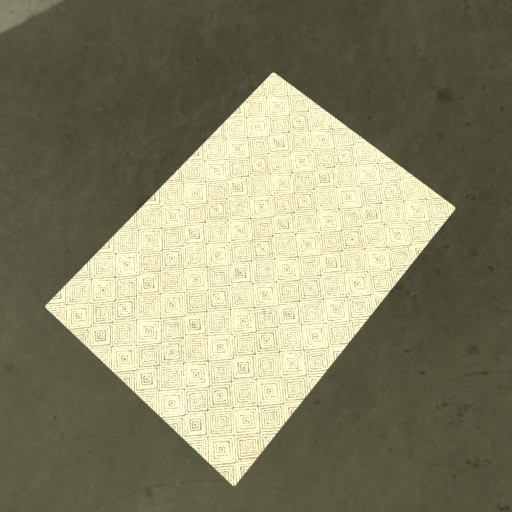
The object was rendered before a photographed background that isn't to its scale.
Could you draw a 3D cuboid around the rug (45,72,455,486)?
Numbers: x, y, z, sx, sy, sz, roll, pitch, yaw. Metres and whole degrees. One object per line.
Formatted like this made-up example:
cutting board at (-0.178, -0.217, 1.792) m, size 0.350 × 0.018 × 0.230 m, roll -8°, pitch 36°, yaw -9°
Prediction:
rug at (0.000, 0.000, 2.878) m, size 1.593 × 0.008 × 2.238 m, roll 40°, pitch 79°, yaw 9°
